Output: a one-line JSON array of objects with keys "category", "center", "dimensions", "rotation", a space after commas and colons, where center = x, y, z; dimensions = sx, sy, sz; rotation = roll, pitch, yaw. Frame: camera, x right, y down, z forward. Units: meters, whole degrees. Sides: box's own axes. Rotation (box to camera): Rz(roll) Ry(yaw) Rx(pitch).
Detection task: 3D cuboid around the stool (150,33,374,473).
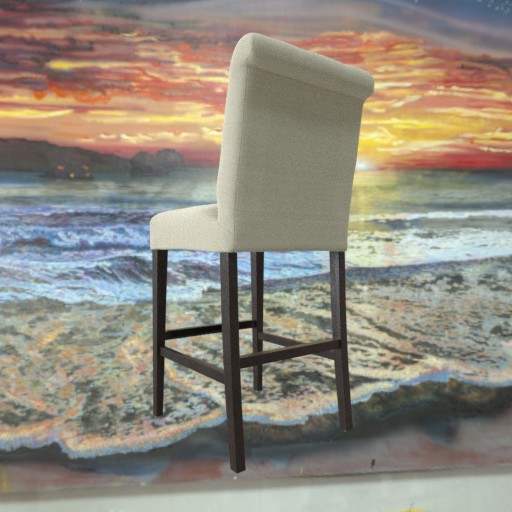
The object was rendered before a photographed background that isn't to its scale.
[{"category": "stool", "center": [0.000, 0.000, 1.438], "dimensions": [0.482, 1.118, 0.610], "rotation": [-1, 2, -37]}]
